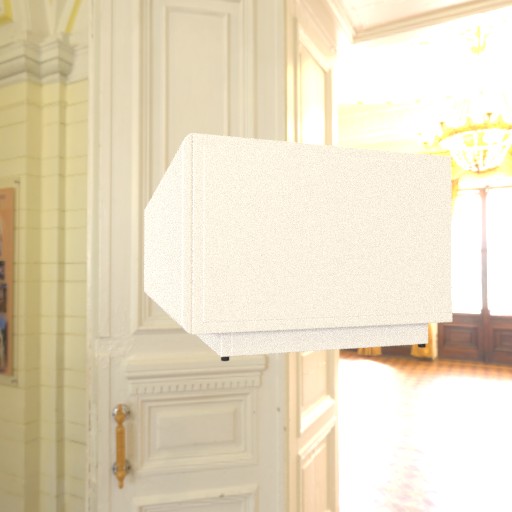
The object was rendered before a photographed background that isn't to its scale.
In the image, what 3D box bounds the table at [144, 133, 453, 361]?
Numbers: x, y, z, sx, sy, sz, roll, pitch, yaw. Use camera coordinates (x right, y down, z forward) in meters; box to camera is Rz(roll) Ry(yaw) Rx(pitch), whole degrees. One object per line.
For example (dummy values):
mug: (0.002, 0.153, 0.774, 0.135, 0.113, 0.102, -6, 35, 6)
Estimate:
table: (0.000, 0.000, 1.443, 0.639, 0.442, 1.097, 0, -1, -18)
